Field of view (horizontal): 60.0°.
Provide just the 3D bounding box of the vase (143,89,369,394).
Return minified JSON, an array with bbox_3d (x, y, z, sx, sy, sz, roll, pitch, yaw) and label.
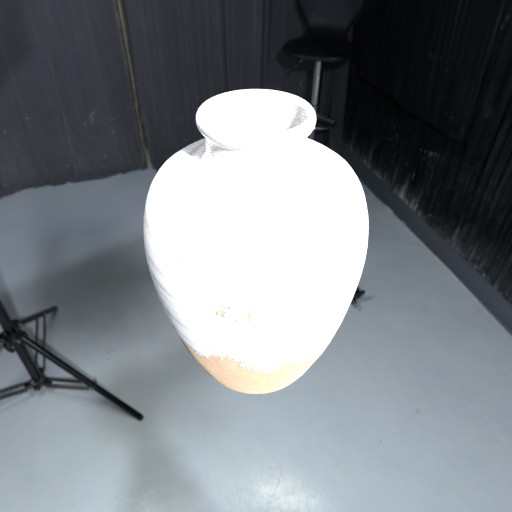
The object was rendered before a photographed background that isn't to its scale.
[{"bbox_3d":[0.000,0.000,0.336,0.158,0.228,0.158,0,41,0],"label":"vase"}]
